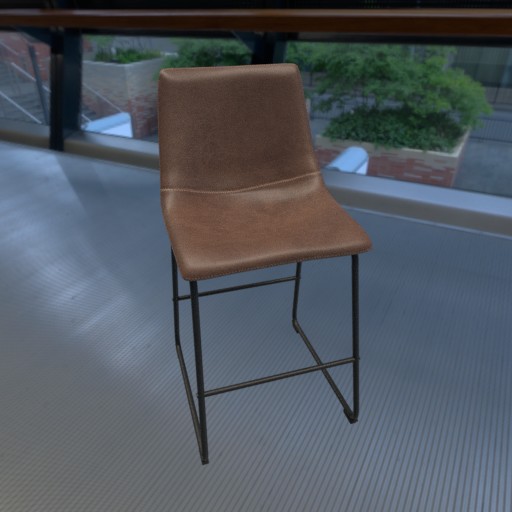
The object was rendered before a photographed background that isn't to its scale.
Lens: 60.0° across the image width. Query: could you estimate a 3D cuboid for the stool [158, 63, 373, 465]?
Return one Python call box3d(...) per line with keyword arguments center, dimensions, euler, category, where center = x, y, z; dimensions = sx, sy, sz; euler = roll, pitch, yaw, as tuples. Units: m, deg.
box3d(center=(0.000, 0.000, 1.199), dimensions=(0.460, 0.890, 0.550), euler=(-9, 32, -15), category="stool")
